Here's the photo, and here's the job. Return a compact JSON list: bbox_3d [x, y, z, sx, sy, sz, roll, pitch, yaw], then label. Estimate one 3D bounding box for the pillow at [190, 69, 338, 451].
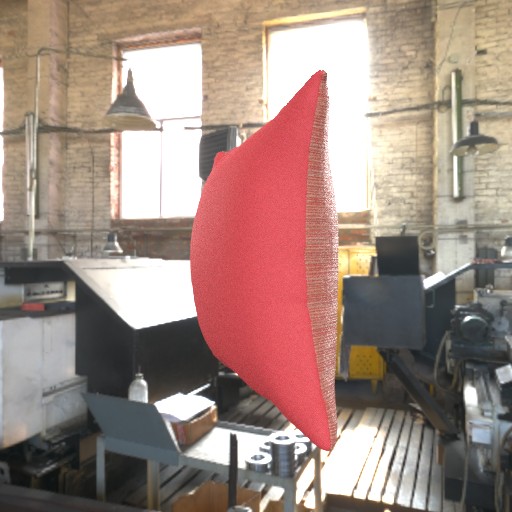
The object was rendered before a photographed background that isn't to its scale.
[{"bbox_3d":[0.000,0.000,0.824,0.229,0.501,0.559,0,0,-20],"label":"pillow"}]
